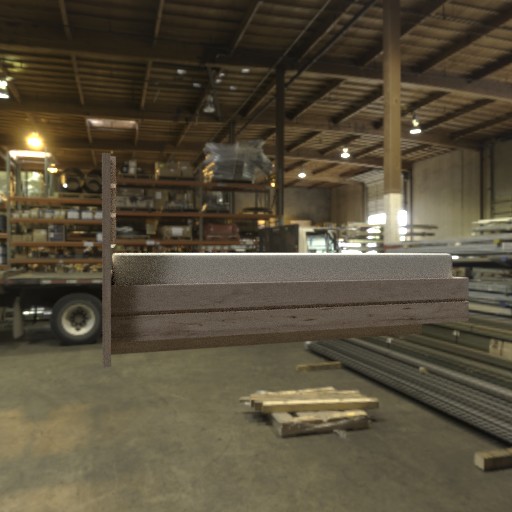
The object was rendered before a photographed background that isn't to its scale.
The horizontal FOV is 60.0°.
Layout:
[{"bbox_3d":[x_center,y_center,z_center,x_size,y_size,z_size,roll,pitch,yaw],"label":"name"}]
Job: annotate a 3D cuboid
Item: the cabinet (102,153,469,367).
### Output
[{"bbox_3d":[0.000,0.000,3.222,2.080,0.970,1.950,0,1,-18],"label":"cabinet"}]
